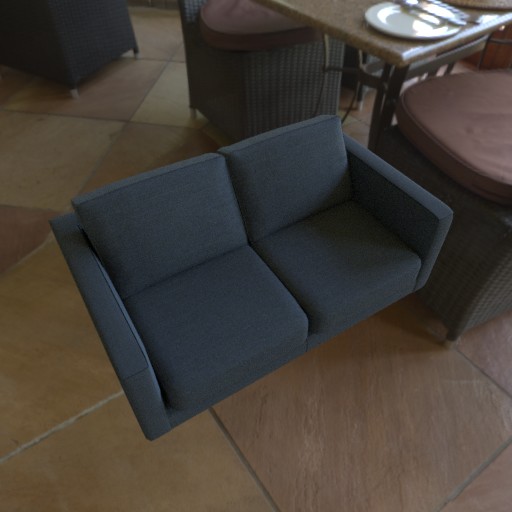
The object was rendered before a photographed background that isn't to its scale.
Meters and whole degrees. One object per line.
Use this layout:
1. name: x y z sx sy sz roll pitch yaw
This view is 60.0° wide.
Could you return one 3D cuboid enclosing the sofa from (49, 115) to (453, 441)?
1. sofa: 0.000 0.000 2.250 1.659 0.907 0.999 -24 51 -21
